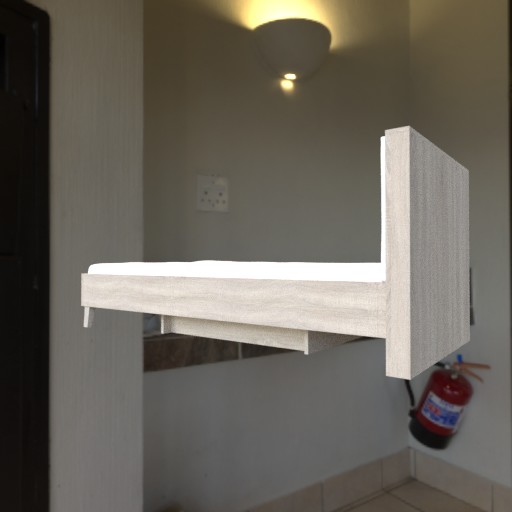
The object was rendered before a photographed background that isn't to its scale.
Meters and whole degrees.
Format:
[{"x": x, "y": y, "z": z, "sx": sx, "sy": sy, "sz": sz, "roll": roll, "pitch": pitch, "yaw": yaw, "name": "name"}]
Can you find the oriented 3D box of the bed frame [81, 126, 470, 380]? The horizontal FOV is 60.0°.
[{"x": 0.000, "y": 0.000, "z": 2.644, "sx": 2.140, "sy": 0.920, "sz": 0.990, "roll": -1, "pitch": -1, "yaw": 37, "name": "bed frame"}]
